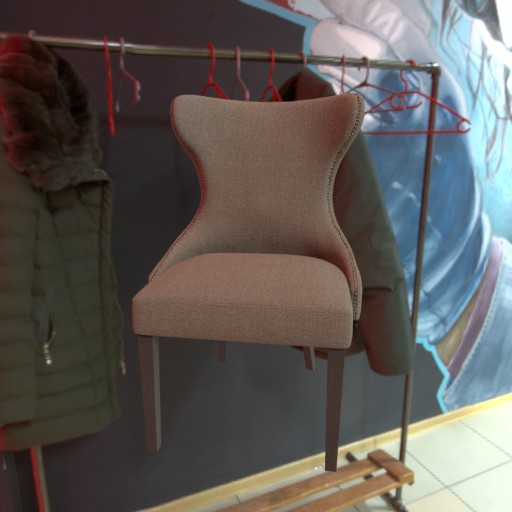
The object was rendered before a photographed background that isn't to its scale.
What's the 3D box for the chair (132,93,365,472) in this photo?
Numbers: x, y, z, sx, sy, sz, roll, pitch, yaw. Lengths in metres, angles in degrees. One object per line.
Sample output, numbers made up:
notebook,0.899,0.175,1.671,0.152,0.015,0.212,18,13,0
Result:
chair,0.000,0.000,1.346,0.628,0.967,0.635,2,15,9
